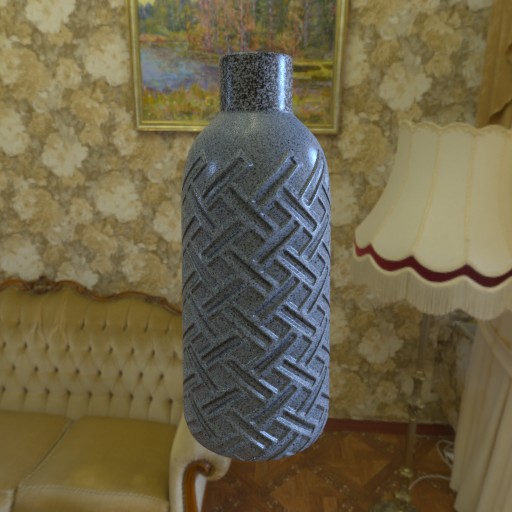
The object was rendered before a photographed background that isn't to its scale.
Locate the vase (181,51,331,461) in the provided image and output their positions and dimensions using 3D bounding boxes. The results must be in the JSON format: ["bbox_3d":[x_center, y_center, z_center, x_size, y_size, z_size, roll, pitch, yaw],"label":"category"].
[{"bbox_3d":[0.000,0.000,0.342,0.122,0.282,0.122,0,15,0],"label":"vase"}]
